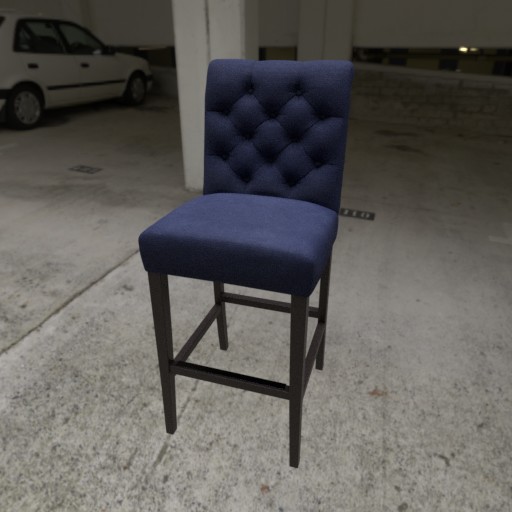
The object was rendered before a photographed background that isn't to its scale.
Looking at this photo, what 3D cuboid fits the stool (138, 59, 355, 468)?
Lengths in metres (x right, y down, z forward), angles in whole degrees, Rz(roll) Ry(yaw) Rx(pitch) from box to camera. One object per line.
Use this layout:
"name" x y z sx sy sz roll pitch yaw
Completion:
"stool" 0.000 0.000 1.428 0.493 1.140 0.601 8 27 16
